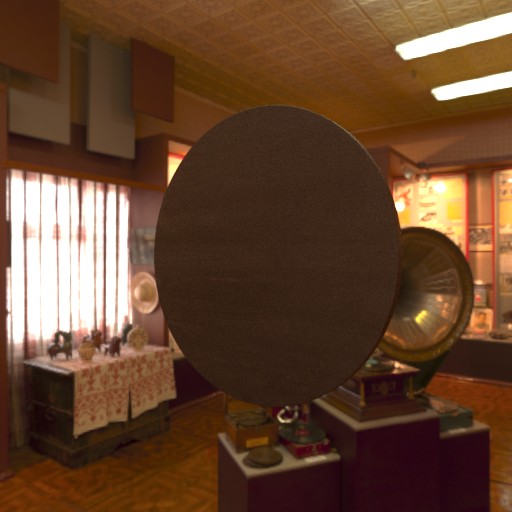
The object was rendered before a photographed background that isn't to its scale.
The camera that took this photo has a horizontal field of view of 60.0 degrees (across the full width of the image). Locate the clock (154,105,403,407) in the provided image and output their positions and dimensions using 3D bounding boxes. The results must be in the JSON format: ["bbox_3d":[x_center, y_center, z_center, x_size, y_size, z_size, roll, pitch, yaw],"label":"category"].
[{"bbox_3d":[0.000,0.000,0.902,0.595,0.595,0.029,0,0,37],"label":"clock"}]
